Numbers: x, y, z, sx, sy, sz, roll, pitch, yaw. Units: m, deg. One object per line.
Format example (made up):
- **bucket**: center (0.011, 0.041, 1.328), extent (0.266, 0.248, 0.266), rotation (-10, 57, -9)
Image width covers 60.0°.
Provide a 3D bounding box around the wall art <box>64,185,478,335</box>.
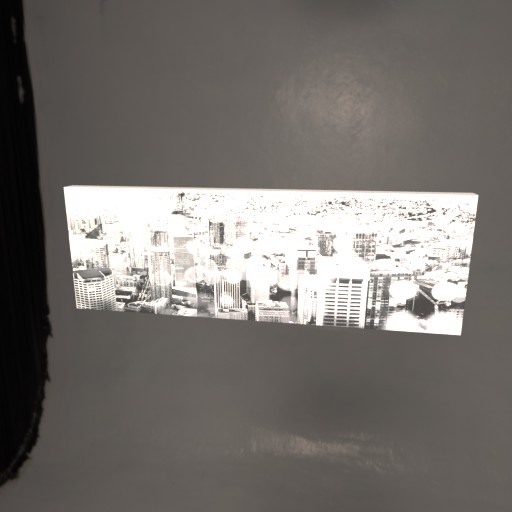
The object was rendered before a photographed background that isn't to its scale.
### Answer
- **wall art**: center (0.000, 0.000, 0.856), extent (0.763, 0.255, 0.038), rotation (3, 15, 10)
